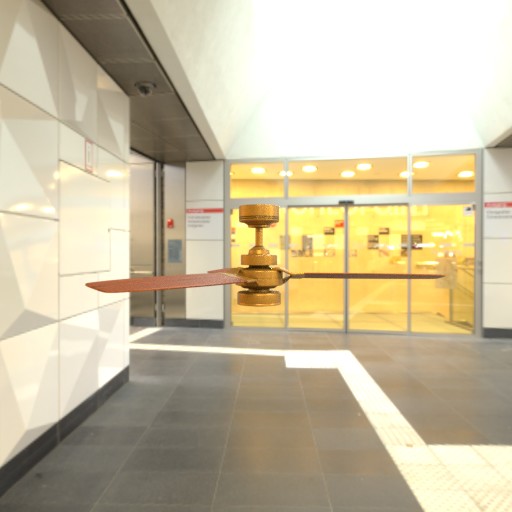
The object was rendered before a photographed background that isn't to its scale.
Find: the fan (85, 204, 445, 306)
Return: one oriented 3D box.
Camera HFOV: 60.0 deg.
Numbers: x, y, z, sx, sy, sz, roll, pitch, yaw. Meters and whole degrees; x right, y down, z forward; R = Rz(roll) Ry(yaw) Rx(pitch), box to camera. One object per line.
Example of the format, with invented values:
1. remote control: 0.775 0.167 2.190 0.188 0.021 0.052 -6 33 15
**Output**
1. fan: 0.000 0.000 2.050 1.416 0.425 1.271 0 0 -18
